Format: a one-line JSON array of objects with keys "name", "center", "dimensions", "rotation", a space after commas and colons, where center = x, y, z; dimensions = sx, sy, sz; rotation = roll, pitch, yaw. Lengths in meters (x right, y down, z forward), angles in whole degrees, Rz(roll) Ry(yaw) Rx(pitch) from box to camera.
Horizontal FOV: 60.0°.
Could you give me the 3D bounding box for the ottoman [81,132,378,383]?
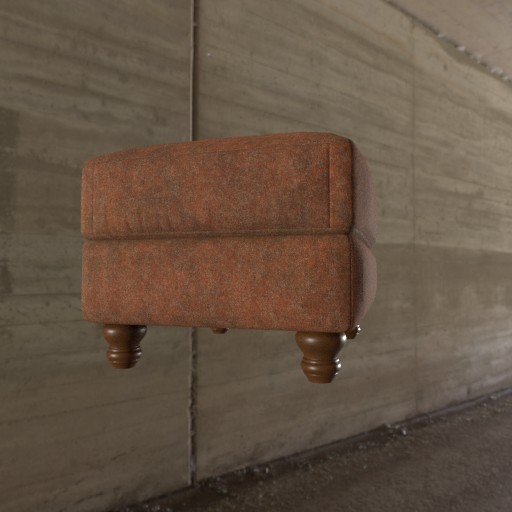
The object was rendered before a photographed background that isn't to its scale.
[{"name": "ottoman", "center": [0.000, 0.000, 1.207], "dimensions": [0.635, 0.508, 0.787], "rotation": [-1, -2, 17]}]
